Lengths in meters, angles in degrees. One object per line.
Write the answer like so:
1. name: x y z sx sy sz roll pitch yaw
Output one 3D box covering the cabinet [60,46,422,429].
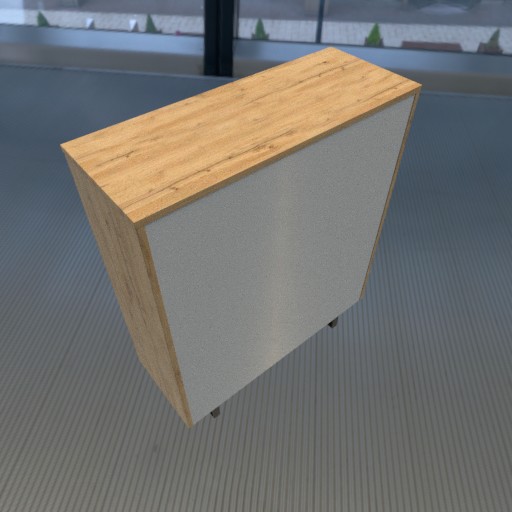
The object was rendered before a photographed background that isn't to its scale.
1. cabinet: 0.000 0.000 1.977 1.168 1.397 0.473 -31 54 -26
